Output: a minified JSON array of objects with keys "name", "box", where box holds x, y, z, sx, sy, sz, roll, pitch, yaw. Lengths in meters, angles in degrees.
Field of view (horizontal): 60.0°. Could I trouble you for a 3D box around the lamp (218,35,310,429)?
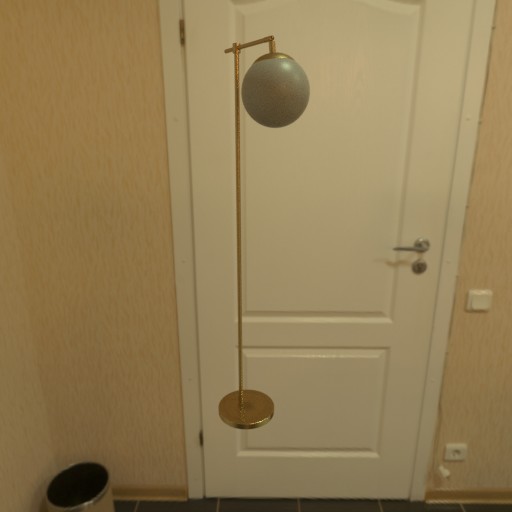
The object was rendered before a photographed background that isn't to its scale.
[{"name":"lamp","box":[0.000,0.000,1.682,0.249,1.505,0.476,-9,20,-27]}]
